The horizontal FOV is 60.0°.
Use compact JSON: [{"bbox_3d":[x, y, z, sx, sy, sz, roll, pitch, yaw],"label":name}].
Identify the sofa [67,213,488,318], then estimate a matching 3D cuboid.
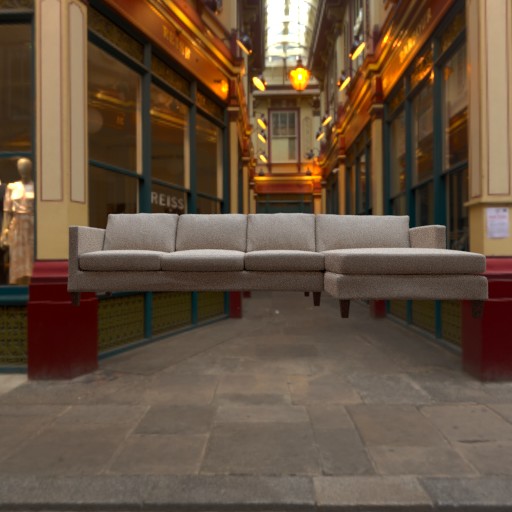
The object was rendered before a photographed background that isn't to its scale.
[{"bbox_3d":[0.000,0.000,3.826,3.186,0.846,1.625,0,0,1],"label":"sofa"}]
